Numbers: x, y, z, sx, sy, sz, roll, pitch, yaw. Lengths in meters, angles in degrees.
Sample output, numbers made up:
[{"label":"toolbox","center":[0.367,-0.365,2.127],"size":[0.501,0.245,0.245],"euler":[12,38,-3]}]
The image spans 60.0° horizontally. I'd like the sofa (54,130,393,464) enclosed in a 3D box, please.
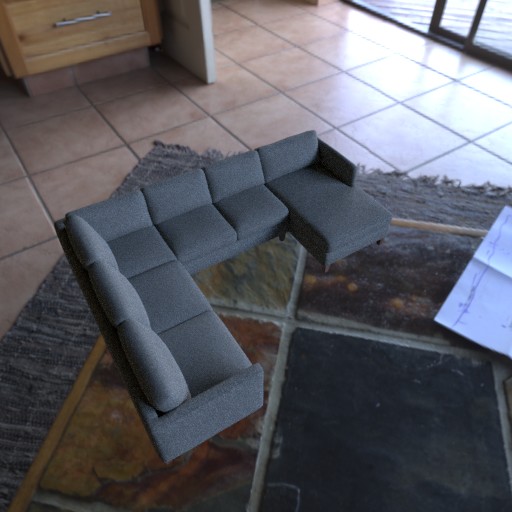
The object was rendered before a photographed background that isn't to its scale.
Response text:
[{"label":"sofa","center":[0.000,0.000,4.446],"size":[3.238,0.853,2.551],"euler":[-24,51,-22]}]
